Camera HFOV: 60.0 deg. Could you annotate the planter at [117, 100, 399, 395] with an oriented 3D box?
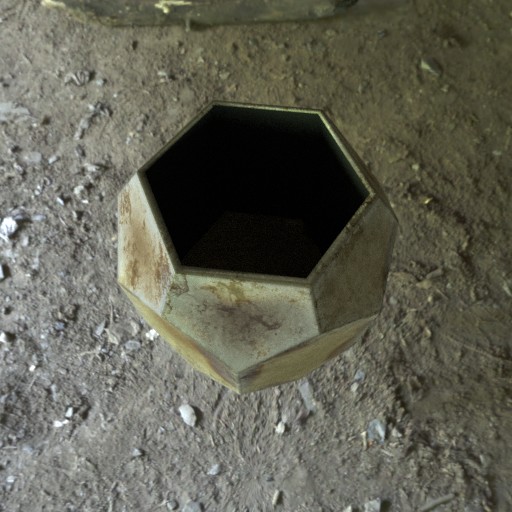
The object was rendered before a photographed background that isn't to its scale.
[{"bbox_3d":[0.000,0.000,0.424,0.243,0.238,0.221,34,69,15],"label":"planter"}]
